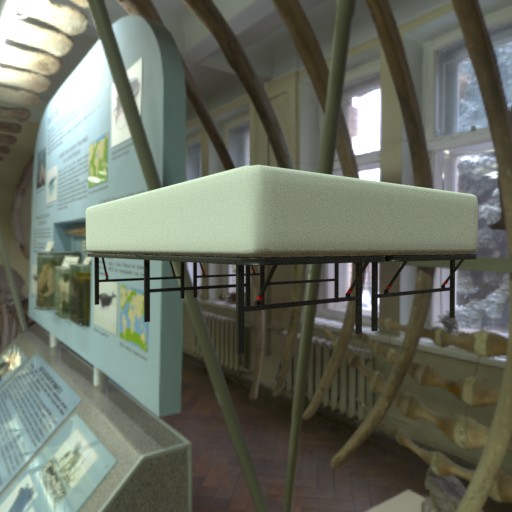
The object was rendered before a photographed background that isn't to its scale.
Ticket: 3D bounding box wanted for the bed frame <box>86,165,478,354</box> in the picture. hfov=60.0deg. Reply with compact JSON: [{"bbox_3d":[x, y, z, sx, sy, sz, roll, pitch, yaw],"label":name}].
[{"bbox_3d":[0.000,0.000,2.744,1.528,0.677,2.037,-1,1,-36],"label":"bed frame"}]
